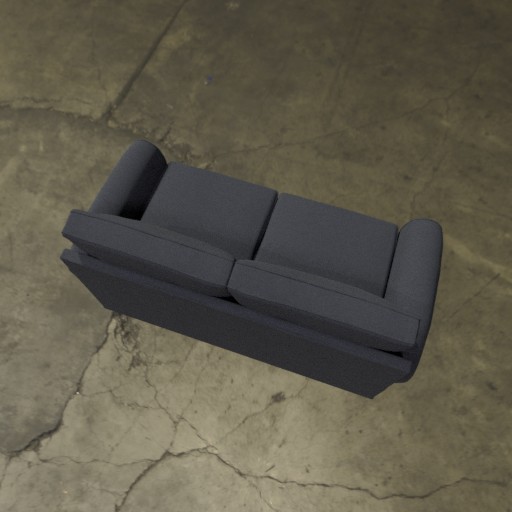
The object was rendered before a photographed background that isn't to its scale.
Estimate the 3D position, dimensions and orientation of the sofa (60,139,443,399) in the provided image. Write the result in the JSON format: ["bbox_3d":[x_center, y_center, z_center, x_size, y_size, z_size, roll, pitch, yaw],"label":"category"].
[{"bbox_3d":[0.000,0.000,2.579,2.009,1.031,0.951,17,65,8],"label":"sofa"}]
